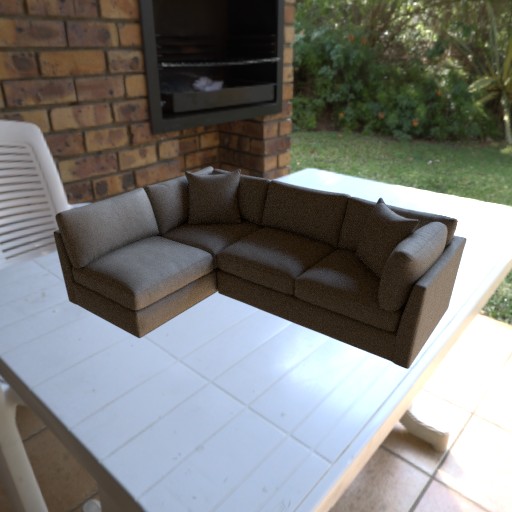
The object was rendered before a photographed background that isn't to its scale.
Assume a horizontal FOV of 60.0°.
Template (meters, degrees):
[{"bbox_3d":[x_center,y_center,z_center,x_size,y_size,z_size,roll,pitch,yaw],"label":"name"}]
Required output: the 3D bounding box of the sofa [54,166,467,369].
[{"bbox_3d":[0.000,0.000,3.819,2.896,0.978,1.994,18,31,33],"label":"sofa"}]
